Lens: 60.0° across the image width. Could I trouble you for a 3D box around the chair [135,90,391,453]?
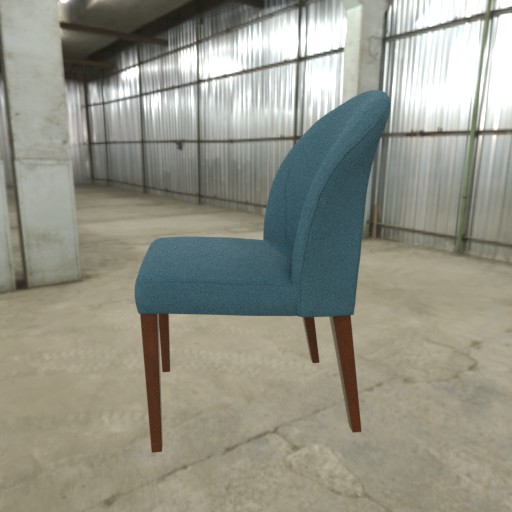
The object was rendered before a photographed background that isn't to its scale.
[{"bbox_3d":[0.000,0.000,1.240,0.620,0.879,0.507,-2,13,-8],"label":"chair"}]
